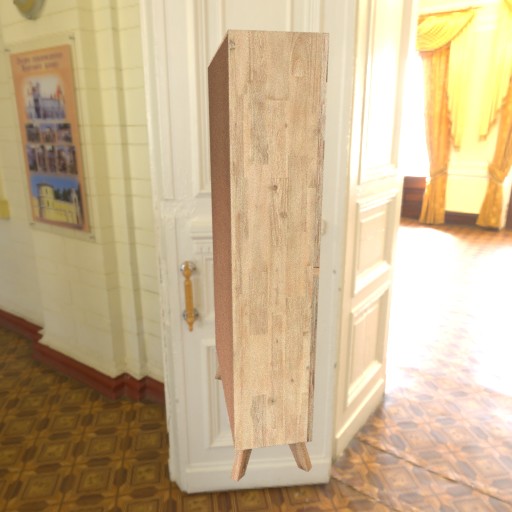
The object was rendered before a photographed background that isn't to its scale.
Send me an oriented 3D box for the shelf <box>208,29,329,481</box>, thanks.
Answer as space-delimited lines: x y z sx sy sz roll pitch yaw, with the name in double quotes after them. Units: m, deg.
0.000 0.000 1.748 0.308 1.471 0.748 -3 17 -10 "shelf"
